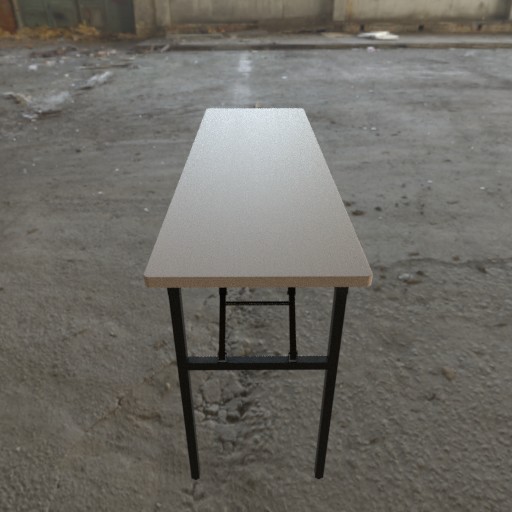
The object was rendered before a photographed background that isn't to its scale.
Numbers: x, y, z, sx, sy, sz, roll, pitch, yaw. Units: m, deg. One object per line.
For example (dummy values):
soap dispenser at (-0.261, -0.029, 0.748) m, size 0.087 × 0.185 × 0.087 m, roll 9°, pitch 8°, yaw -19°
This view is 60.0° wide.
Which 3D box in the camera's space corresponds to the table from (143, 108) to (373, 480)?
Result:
table at (0.000, 0.000, 1.645) m, size 0.447 × 0.750 × 1.397 m, roll 0°, pitch 31°, yaw 0°
